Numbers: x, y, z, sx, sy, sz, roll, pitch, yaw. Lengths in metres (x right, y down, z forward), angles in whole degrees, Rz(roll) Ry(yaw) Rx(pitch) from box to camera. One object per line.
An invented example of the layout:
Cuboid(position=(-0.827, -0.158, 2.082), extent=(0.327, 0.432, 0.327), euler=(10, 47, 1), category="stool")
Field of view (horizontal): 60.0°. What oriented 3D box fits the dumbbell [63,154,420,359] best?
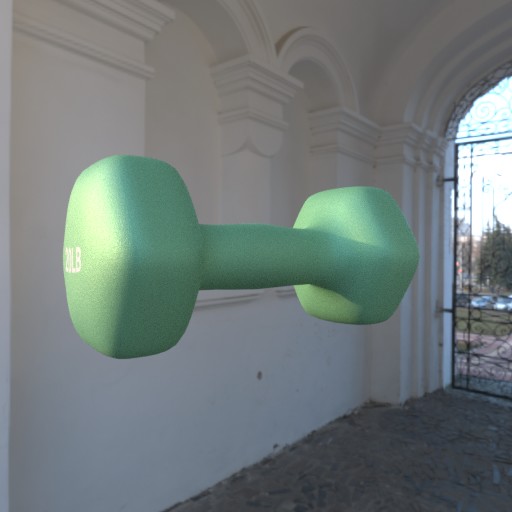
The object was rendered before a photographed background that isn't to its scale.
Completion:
Cuboid(position=(0.000, 0.000, 0.331), extent=(0.260, 0.117, 0.129), euler=(0, 0, -35), category="dumbbell")
